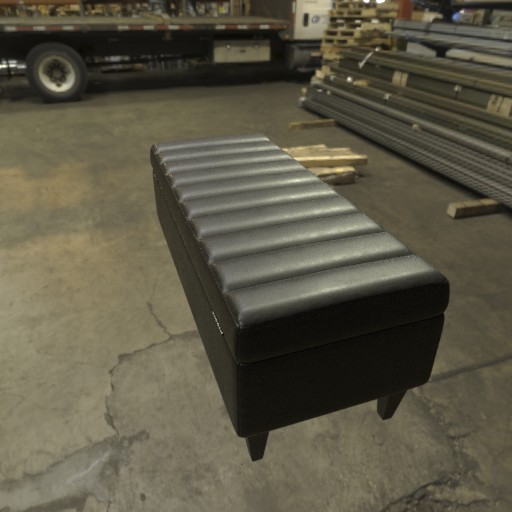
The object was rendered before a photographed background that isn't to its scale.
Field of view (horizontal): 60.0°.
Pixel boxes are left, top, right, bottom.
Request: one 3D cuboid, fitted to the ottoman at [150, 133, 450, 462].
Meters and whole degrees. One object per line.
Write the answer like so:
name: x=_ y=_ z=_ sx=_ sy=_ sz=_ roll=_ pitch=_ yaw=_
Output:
ottoman: x=0.000 y=0.000 z=1.406 sx=0.482 sy=0.469 sz=1.151 roll=-10 pitch=32 yaw=-16
